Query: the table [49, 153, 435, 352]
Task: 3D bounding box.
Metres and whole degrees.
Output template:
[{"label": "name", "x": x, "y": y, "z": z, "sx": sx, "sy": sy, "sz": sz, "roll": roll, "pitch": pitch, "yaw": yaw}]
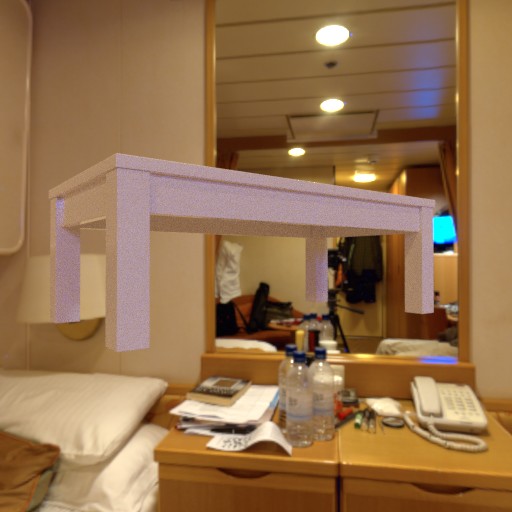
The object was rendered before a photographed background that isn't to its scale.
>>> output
[{"label": "table", "x": 0.000, "y": 0.000, "z": 1.726, "sx": 1.350, "sy": 0.470, "sz": 0.700, "roll": 0, "pitch": -1, "yaw": -37}]
